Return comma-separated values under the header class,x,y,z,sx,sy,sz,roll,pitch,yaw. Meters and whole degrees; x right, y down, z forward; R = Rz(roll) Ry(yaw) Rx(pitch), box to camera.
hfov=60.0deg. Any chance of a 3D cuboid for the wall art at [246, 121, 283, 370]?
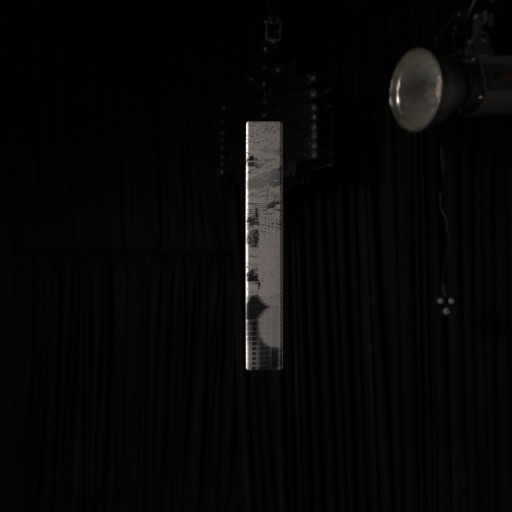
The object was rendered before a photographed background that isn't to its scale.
class,x,y,z,sx,sy,sz,roll,pitch,yaw
wall art,0.000,0.000,0.836,0.038,0.255,0.763,0,-2,-1
